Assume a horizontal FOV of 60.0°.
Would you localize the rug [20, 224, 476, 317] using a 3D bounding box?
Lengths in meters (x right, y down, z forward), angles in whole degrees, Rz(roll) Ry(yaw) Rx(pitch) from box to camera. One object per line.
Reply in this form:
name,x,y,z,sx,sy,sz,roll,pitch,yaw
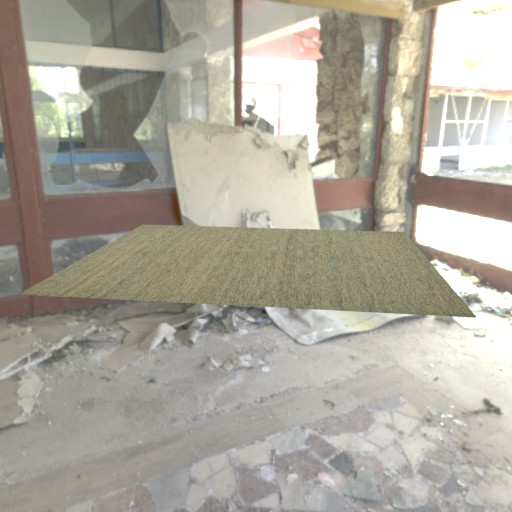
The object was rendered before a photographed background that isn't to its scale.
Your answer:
rug,0.000,0.000,4.231,3.201,0.014,2.437,2,16,7
